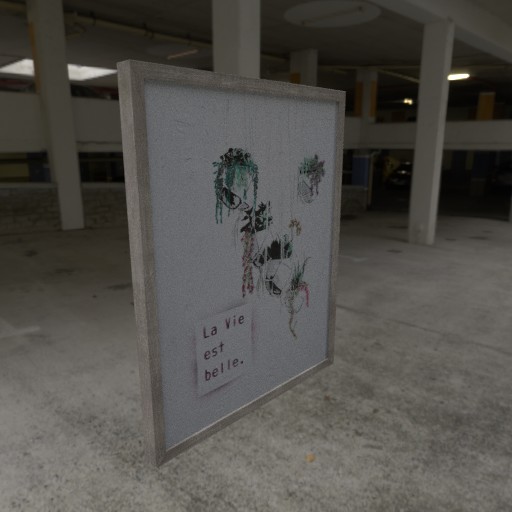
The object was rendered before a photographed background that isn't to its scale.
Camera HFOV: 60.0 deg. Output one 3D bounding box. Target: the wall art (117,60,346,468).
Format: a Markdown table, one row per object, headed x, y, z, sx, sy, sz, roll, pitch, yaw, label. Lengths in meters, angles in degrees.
| x | y | z | sx | sy | sz | roll | pitch | yaw | label |
| --- | --- | --- | --- | --- | --- | --- | --- | --- | --- |
| 0.000 | 0.000 | 0.701 | 0.032 | 0.521 | 0.421 | 13 | 19 | 42 | wall art |
